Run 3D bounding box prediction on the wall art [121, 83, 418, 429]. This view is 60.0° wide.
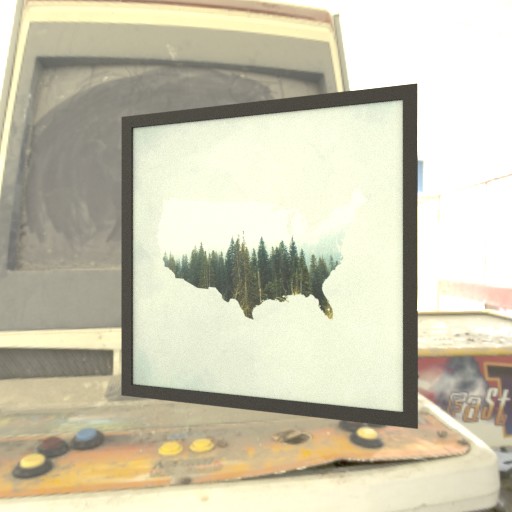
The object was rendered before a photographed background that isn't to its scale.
[{"bbox_3d":[0.000,0.000,1.113,0.763,0.763,0.038,0,0,18],"label":"wall art"}]
